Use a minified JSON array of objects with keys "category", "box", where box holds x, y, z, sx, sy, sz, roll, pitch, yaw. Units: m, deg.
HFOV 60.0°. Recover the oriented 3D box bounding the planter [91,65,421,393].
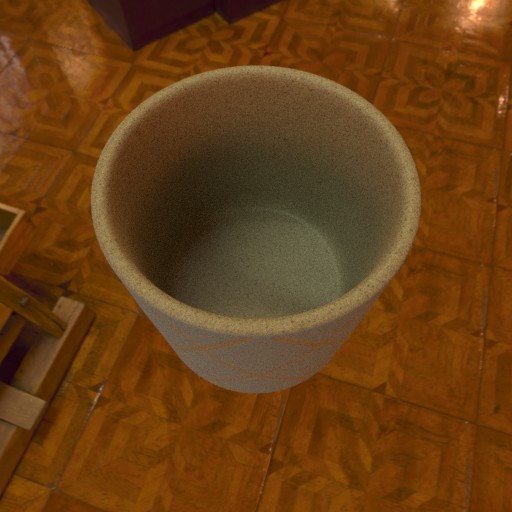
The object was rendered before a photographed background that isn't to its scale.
[{"category":"planter","box":[0.000,0.000,0.346,0.191,0.200,0.191,0,62,0]}]
